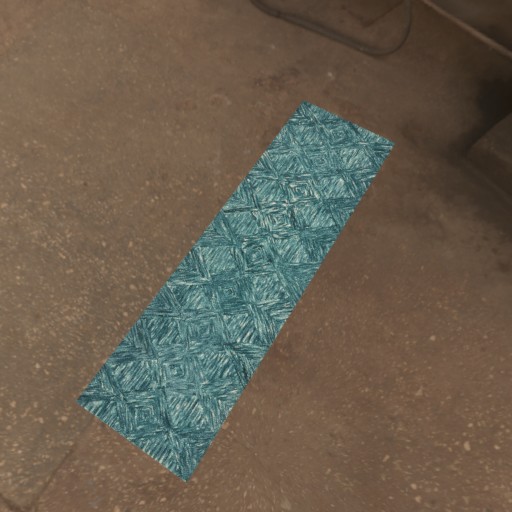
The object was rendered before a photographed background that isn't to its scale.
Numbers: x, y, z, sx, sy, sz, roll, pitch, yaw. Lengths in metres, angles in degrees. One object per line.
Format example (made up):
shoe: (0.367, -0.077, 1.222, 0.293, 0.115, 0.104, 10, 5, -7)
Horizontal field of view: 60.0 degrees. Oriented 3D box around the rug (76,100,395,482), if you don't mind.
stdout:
rug: (0.000, 0.000, 2.518, 0.676, 0.016, 2.286, 30, 69, 13)
